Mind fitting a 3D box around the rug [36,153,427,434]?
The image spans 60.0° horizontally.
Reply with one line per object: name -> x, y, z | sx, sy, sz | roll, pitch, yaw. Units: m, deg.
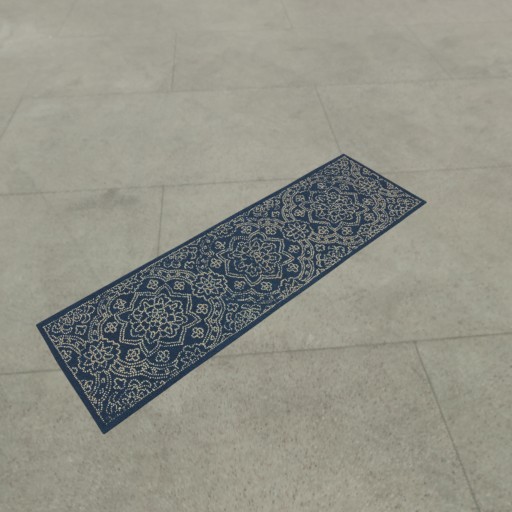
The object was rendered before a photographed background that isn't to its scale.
rug -> 0.000, 0.000, 2.702 | 2.448, 0.012, 0.769 | -32, 55, -26
